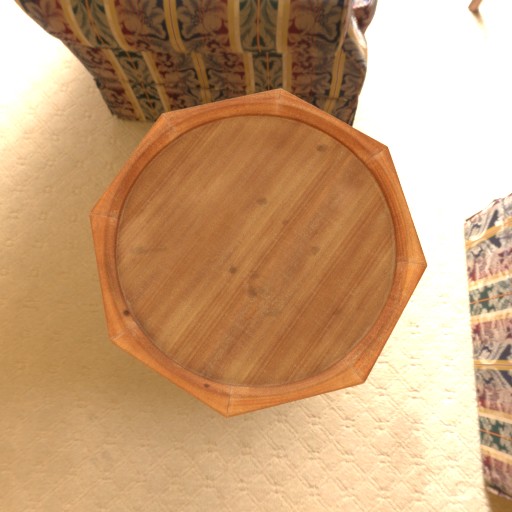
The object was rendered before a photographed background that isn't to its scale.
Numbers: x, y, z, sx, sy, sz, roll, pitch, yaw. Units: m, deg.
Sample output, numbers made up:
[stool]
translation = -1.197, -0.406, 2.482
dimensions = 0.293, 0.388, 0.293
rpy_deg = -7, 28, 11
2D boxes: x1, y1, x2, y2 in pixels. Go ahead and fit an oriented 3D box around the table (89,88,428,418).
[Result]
[table]
translation = 0.000, 0.000, 1.507
dimensions = 1.002, 0.444, 1.002
rpy_deg = 0, 77, 0
